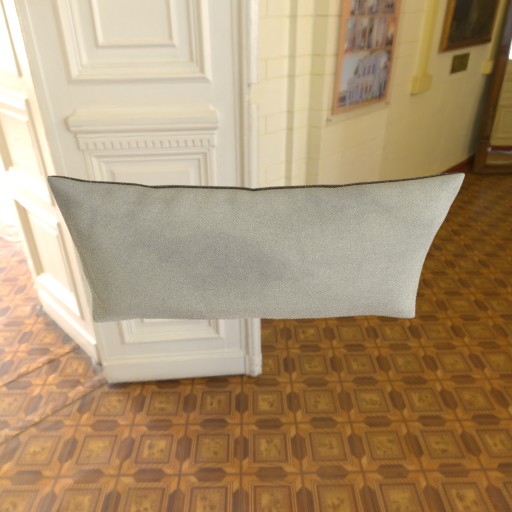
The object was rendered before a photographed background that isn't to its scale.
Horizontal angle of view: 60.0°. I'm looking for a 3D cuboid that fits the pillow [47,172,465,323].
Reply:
[{"bbox_3d":[0.000,0.000,0.741,0.608,0.305,0.156,-1,30,-1],"label":"pillow"}]
